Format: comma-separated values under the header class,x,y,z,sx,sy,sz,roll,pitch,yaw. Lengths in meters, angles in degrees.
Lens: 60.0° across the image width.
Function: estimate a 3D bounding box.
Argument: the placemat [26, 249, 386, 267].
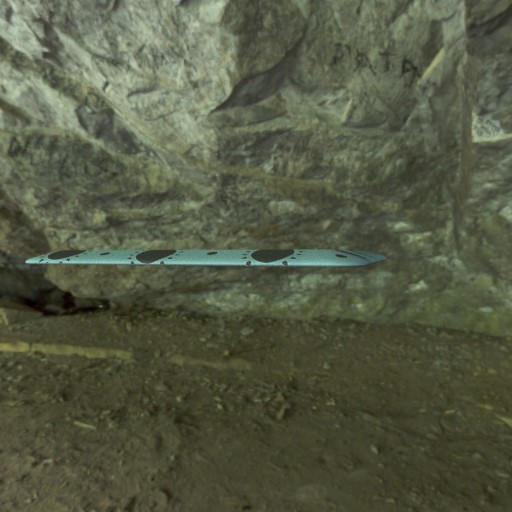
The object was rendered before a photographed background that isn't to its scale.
class,x,y,z,sx,sy,sz,roll,pitch,yaw
placemat,0.000,0.000,0.942,0.508,0.021,0.762,0,0,18
